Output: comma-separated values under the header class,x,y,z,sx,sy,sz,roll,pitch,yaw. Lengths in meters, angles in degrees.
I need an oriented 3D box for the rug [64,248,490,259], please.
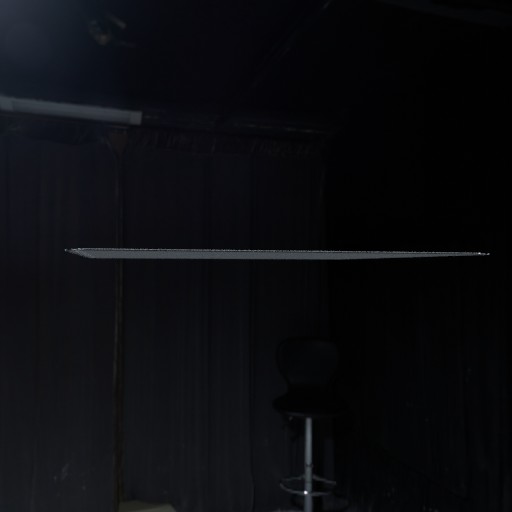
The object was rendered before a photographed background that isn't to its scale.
class,x,y,z,sx,sy,sz,roll,pitch,yaw
rug,0.000,0.000,3.945,2.940,0.013,2.312,0,-1,-18
